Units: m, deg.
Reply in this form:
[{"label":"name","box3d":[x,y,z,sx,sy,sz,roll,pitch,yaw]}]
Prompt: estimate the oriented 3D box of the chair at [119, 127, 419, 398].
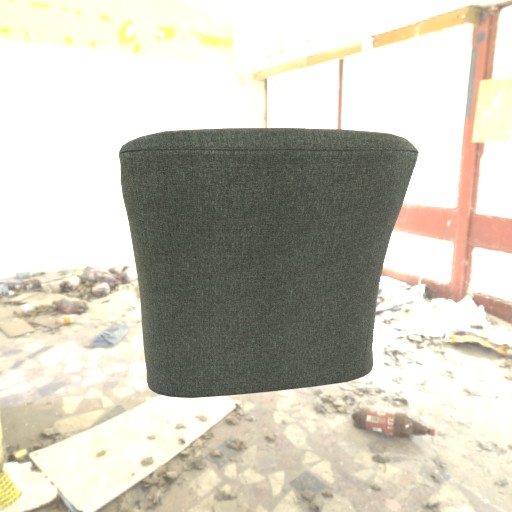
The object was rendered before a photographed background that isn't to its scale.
[{"label":"chair","box3d":[0.000,0.000,1.618,0.864,0.856,0.923,-3,13,-11]}]
